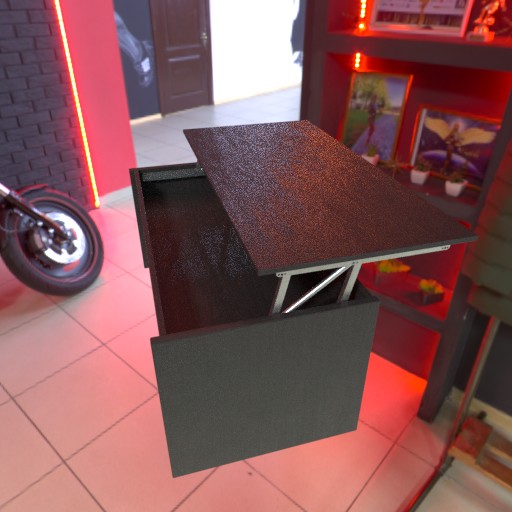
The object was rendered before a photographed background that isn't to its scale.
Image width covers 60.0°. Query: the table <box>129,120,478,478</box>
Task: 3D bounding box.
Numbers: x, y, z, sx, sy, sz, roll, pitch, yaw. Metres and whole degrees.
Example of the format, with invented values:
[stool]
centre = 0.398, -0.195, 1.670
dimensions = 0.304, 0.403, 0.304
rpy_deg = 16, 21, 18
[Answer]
[table]
centre = 0.000, 0.000, 1.429
dimensions = 0.712, 0.570, 1.000
rpy_deg = -9, 32, -14
